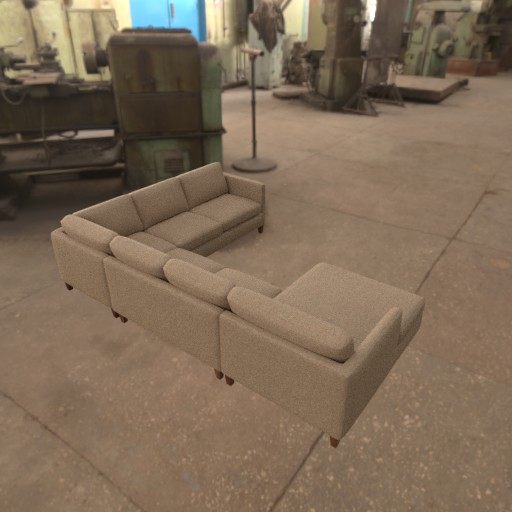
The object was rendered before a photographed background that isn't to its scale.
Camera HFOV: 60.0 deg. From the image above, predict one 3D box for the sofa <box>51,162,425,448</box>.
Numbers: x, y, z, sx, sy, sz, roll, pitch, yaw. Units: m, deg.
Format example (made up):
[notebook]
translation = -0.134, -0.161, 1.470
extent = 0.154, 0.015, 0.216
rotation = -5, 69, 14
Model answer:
[sofa]
translation = 0.000, 0.000, 4.598
extent = 3.403, 0.889, 2.551
rotation = 20, 35, 32
